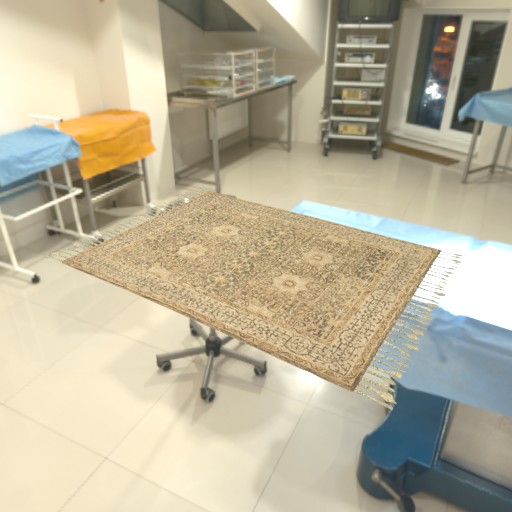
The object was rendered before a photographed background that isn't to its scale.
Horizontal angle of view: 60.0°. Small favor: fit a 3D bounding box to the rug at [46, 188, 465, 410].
[{"bbox_3d":[0.000,0.000,3.069,2.465,0.023,1.619,18,34,29],"label":"rug"}]
